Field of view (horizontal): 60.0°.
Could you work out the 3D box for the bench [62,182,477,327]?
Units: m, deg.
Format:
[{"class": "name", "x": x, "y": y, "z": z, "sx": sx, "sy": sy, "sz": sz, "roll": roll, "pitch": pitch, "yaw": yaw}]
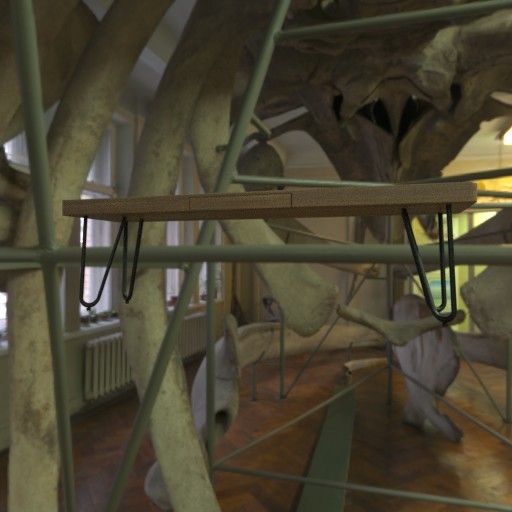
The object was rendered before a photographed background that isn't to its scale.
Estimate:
[{"class": "bench", "x": 0.000, "y": 0.000, "z": 1.801, "sx": 1.570, "sy": 0.462, "sz": 0.425, "roll": 0, "pitch": 0, "yaw": 17}]
